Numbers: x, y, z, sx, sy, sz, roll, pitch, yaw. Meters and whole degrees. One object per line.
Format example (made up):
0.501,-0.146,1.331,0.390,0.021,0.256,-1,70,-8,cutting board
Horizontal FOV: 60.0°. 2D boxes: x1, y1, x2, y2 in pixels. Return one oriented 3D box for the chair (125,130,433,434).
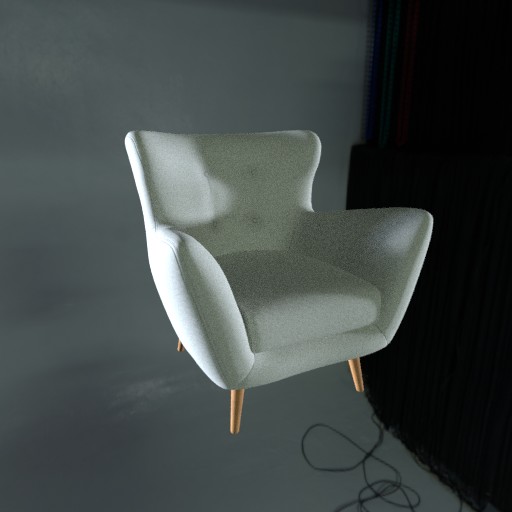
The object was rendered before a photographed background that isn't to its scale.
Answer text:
0.000,0.000,1.633,0.890,0.889,0.889,-8,18,-26,chair
